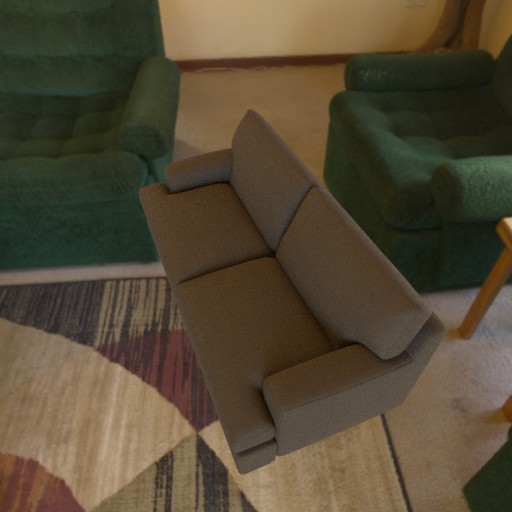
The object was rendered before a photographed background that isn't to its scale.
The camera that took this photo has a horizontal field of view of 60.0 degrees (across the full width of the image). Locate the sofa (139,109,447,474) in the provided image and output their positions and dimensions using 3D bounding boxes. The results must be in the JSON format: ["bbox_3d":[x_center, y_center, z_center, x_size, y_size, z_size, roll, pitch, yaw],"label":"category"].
[{"bbox_3d":[0.000,0.000,2.915,1.140,0.950,2.271,-16,47,-16],"label":"sofa"}]
